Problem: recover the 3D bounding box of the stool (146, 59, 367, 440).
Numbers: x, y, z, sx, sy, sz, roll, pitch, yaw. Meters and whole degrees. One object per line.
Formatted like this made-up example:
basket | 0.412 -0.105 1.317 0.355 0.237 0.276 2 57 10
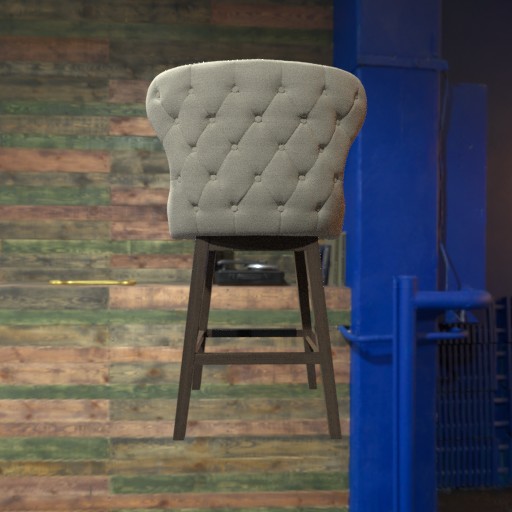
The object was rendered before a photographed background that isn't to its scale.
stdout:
stool | 0.000 0.000 1.365 0.615 0.972 0.597 0 0 -1
